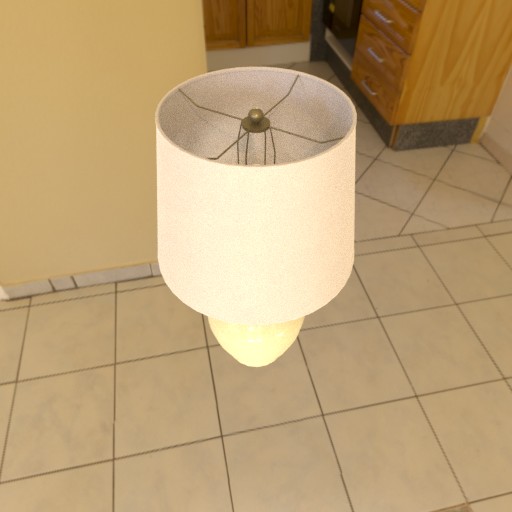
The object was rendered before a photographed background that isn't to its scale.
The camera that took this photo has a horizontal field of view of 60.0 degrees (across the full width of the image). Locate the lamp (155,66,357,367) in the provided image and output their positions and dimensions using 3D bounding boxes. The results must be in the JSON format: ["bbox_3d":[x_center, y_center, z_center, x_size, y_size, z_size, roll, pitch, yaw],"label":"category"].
[{"bbox_3d":[0.000,0.000,0.561,0.239,0.399,0.239,0,46,0],"label":"lamp"}]
